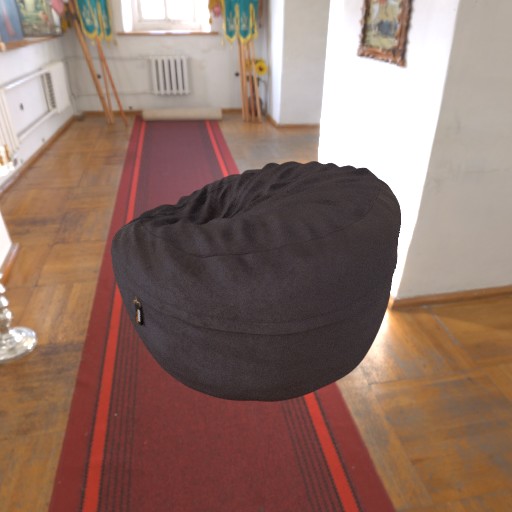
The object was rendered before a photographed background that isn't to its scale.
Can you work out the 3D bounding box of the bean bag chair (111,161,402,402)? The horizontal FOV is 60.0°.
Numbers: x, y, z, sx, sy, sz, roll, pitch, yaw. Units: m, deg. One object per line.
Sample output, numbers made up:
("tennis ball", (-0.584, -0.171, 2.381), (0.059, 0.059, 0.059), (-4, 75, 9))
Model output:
("bean bag chair", (0.000, 0.000, 2.055), (1.245, 0.821, 1.245), (0, 31, 0))
